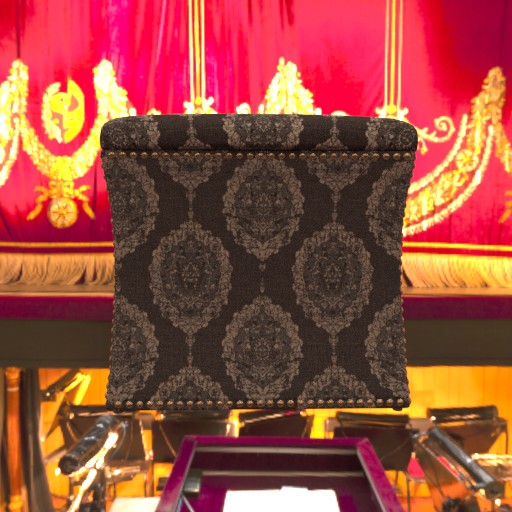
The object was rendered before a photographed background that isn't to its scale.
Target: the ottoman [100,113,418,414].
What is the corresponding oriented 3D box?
[{"bbox_3d":[0.000,0.000,0.902,0.497,0.475,0.507,0,1,-1],"label":"ottoman"}]
